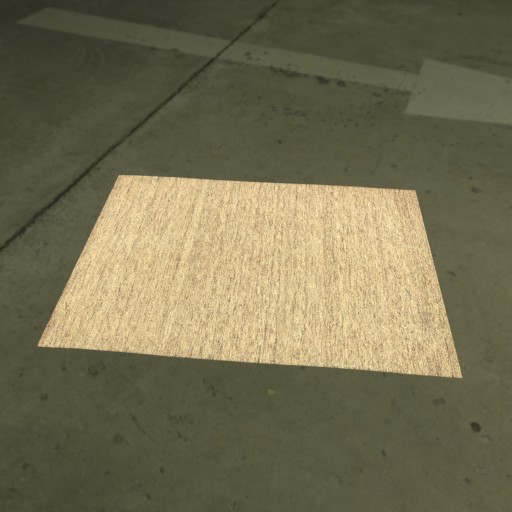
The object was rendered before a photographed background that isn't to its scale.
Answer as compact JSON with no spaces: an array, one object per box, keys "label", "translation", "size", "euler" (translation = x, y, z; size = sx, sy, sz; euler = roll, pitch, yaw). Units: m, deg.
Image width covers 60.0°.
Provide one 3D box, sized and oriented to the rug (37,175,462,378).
[{"label":"rug","translation":[0.000,0.000,2.890],"size":[2.283,0.013,1.547],"euler":[4,47,3]}]
